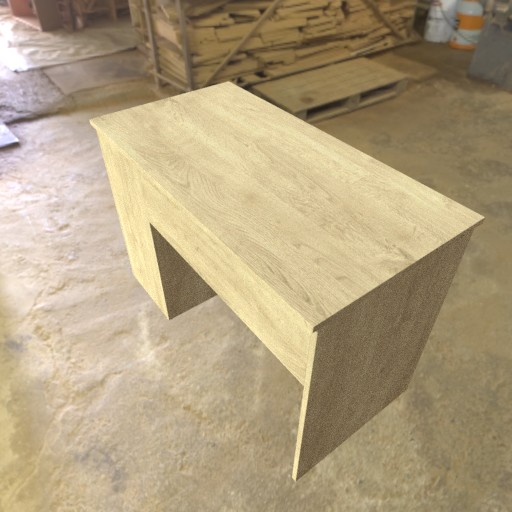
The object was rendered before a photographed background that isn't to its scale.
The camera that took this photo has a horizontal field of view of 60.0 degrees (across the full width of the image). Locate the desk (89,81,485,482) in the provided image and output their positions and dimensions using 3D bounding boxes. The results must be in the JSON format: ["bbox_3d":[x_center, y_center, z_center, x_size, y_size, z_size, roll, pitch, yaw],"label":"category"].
[{"bbox_3d":[0.000,0.000,1.515,0.560,0.735,1.097,-27,48,-27],"label":"desk"}]
